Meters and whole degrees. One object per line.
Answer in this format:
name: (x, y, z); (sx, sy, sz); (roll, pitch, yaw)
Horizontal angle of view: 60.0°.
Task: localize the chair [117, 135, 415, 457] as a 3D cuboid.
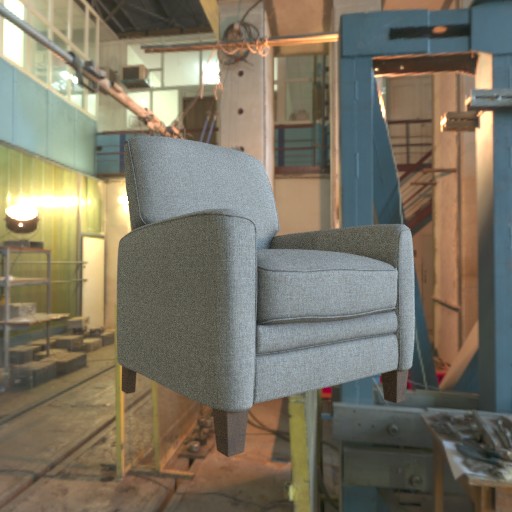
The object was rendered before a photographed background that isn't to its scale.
chair: (0.000, 0.000, 1.625); (0.848, 1.014, 0.864); (1, -1, -37)
